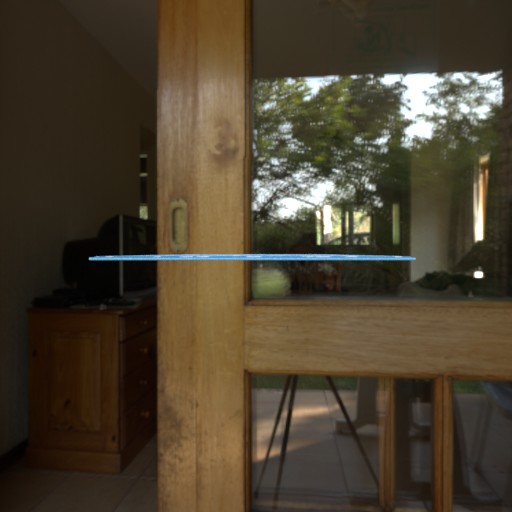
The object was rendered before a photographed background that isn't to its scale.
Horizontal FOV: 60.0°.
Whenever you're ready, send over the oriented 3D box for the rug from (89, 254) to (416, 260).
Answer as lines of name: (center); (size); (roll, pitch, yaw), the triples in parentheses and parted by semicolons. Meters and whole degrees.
rug: (0.000, 0.000, 1.423); (0.604, 0.007, 1.219); (0, 0, 1)
